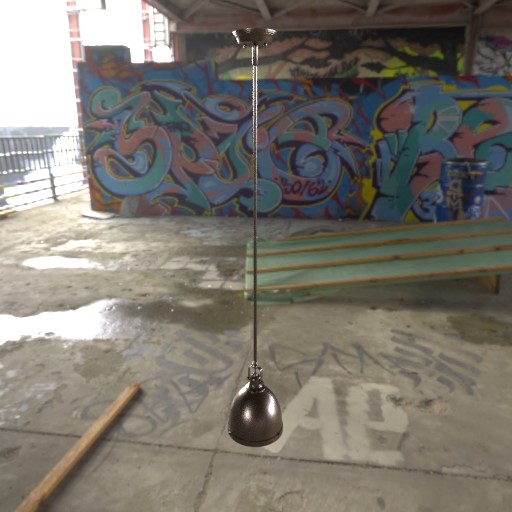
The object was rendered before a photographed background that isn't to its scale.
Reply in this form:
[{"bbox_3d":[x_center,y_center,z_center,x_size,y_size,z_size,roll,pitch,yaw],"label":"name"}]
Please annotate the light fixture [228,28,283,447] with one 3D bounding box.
[{"bbox_3d":[0.000,0.000,1.496,0.217,1.367,0.211,9,18,27],"label":"light fixture"}]
